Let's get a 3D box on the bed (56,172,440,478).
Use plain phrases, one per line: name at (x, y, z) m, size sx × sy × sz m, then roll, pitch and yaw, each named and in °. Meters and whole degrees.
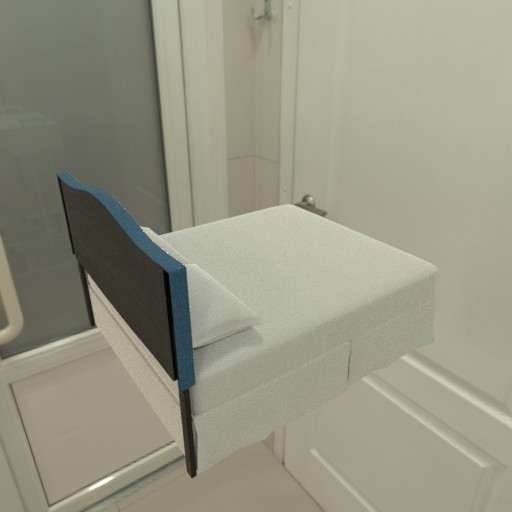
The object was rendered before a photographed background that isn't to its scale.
bed at (0.000, 0.000, 2.841) m, size 1.872 × 1.169 × 1.610 m, roll -17°, pitch 31°, yaw -32°
